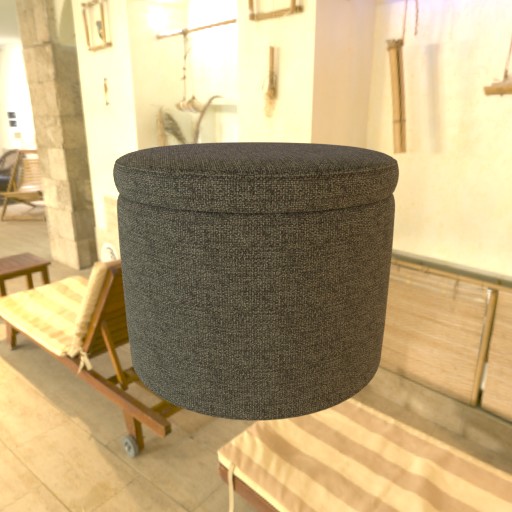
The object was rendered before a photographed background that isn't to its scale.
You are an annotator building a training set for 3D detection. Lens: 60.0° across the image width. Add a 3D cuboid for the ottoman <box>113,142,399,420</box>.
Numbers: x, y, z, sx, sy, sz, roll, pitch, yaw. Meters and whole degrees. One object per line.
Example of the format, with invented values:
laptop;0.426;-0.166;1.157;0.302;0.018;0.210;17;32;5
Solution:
ottoman;0.000;0.000;0.892;0.520;0.430;0.520;0;18;0
